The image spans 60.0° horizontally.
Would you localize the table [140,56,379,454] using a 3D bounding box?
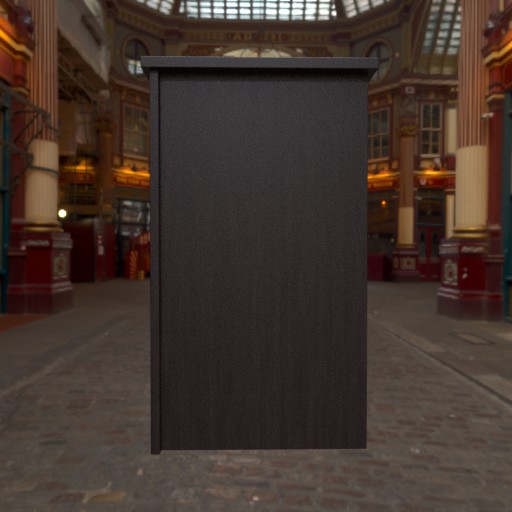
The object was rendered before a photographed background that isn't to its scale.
[{"bbox_3d":[0.000,0.000,0.943,0.381,0.635,0.480,0,1,-1],"label":"table"}]
